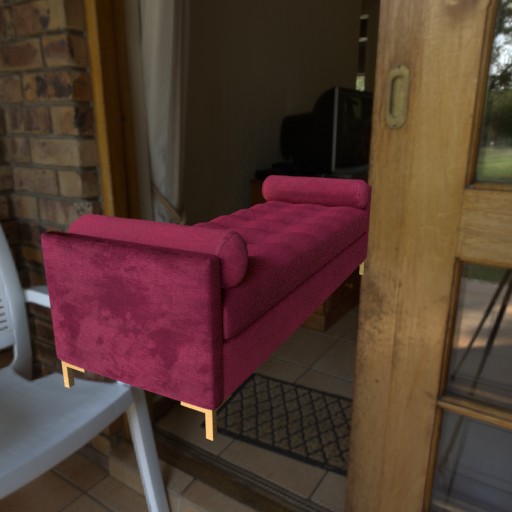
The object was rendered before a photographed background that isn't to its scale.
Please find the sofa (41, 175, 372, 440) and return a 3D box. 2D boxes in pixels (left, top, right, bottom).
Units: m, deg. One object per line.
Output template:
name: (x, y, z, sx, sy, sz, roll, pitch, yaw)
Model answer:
sofa: (0.000, 0.000, 2.468, 0.796, 0.705, 2.102, 8, 18, 26)
